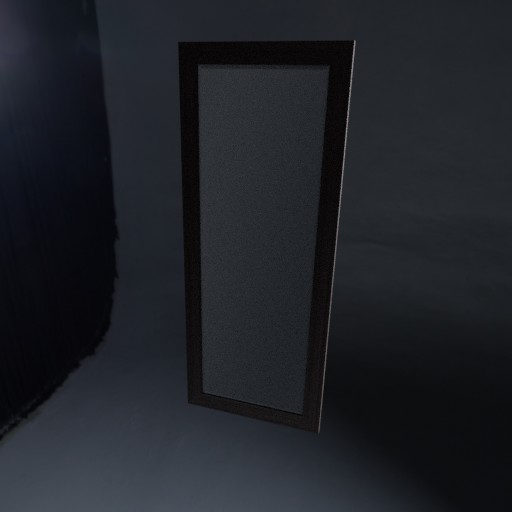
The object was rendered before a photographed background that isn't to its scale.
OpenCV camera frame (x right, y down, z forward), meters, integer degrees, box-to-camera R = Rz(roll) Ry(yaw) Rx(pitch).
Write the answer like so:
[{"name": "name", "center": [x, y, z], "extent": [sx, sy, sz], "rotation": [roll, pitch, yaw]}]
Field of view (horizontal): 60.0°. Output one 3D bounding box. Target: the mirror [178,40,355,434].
[{"name": "mirror", "center": [0.000, 0.000, 2.309], "extent": [0.812, 2.020, 0.221], "rotation": [7, 25, 16]}]
